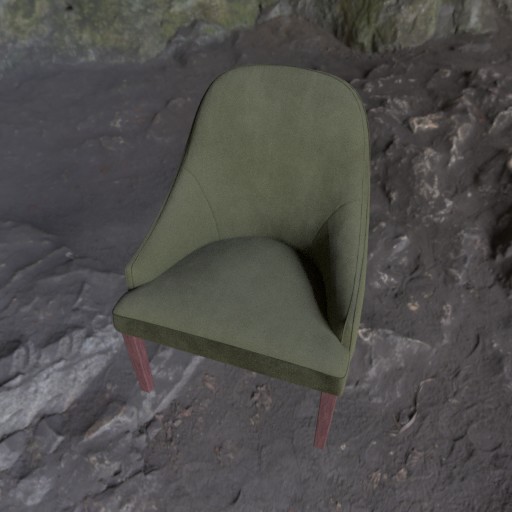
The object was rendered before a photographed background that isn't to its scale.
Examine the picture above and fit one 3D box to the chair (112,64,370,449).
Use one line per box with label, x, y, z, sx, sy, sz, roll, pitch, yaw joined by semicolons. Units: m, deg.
chair;0.000;0.000;1.265;0.643;0.889;0.575;13;43;14
